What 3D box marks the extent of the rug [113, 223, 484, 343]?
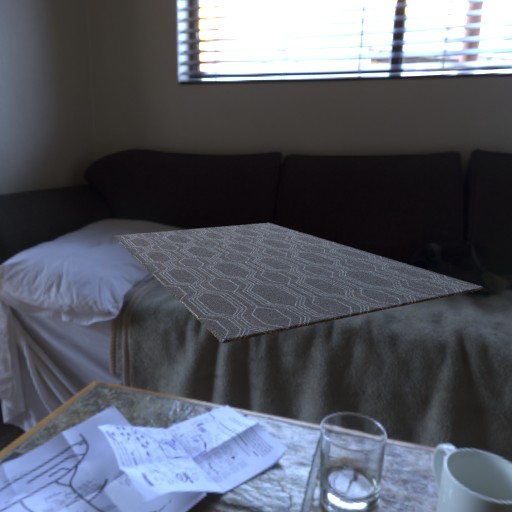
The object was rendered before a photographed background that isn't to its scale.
[{"bbox_3d":[0.000,0.000,3.133,1.541,0.012,2.457,-7,15,-26],"label":"rug"}]
